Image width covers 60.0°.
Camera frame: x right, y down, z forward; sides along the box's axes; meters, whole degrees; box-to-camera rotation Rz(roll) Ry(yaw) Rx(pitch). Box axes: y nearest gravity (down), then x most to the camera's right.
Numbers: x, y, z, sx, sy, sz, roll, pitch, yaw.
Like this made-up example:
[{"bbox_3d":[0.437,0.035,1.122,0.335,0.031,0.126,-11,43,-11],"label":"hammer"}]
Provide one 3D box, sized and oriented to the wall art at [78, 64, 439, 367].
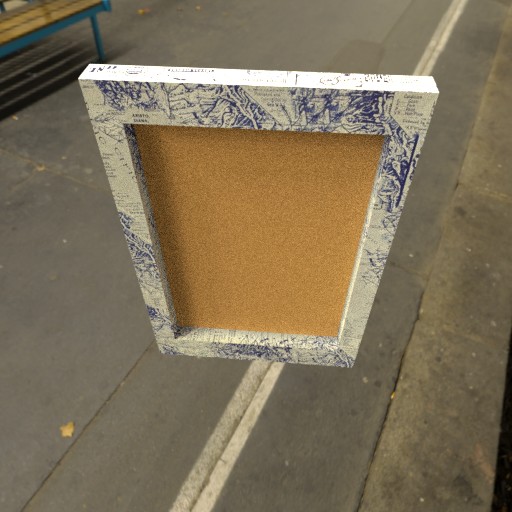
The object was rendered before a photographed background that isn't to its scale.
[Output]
[{"bbox_3d":[0.000,0.000,0.457,0.255,0.376,0.025,3,47,3],"label":"wall art"}]
